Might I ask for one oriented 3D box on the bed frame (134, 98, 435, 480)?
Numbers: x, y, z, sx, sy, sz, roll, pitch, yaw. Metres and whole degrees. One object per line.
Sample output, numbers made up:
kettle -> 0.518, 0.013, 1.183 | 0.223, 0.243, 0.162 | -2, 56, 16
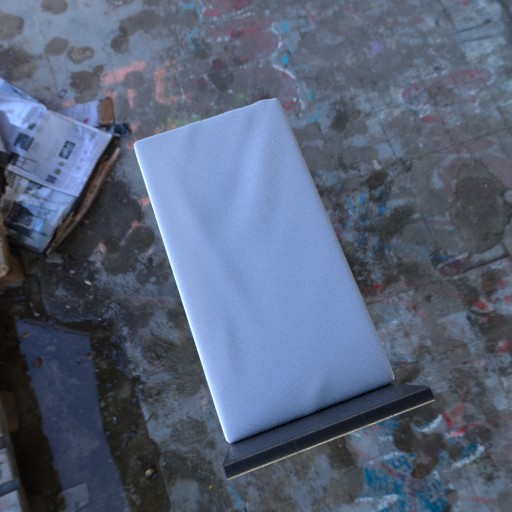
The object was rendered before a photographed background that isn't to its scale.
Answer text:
bed frame -> 0.000, 0.000, 2.593 | 1.038, 1.046, 2.152 | -19, 76, -5
